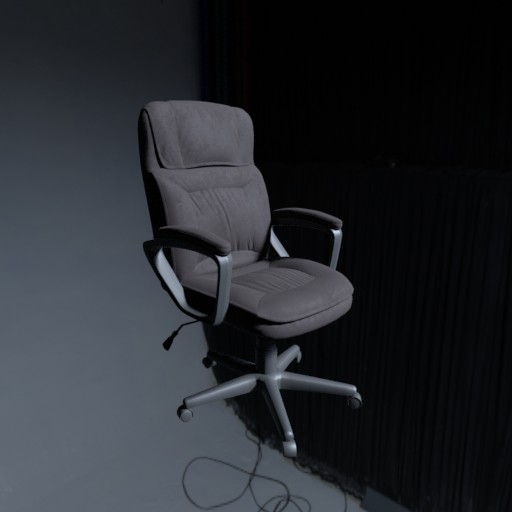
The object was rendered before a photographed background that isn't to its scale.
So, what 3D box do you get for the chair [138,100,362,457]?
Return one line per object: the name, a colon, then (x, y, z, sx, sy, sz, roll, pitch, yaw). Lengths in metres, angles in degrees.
chair: (0.000, 0.000, 1.612, 0.724, 1.105, 0.667, 14, 20, 43)
